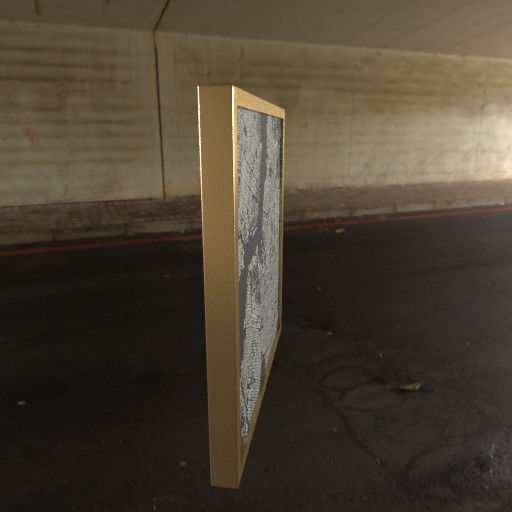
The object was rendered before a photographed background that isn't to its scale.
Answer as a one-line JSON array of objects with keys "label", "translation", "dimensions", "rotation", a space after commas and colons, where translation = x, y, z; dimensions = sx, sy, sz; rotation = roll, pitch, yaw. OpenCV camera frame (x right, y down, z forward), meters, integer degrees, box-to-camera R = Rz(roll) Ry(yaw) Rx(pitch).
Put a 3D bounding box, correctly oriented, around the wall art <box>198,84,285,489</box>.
[{"label": "wall art", "translation": [0.000, 0.000, 0.463], "dimensions": [0.023, 0.305, 0.305], "rotation": [3, 16, 9]}]
